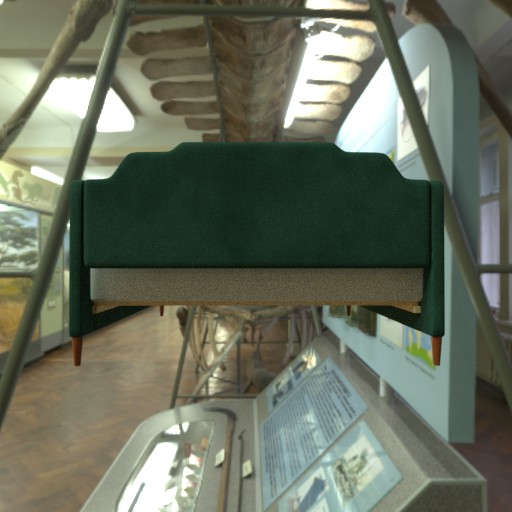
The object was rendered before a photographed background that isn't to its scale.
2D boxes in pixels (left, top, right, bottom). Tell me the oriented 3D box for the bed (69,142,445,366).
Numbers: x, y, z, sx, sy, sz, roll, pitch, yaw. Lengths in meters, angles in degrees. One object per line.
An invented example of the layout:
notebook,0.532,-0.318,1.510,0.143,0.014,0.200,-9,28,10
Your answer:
bed,0.000,0.000,3.605,2.074,1.245,2.340,0,-1,0
